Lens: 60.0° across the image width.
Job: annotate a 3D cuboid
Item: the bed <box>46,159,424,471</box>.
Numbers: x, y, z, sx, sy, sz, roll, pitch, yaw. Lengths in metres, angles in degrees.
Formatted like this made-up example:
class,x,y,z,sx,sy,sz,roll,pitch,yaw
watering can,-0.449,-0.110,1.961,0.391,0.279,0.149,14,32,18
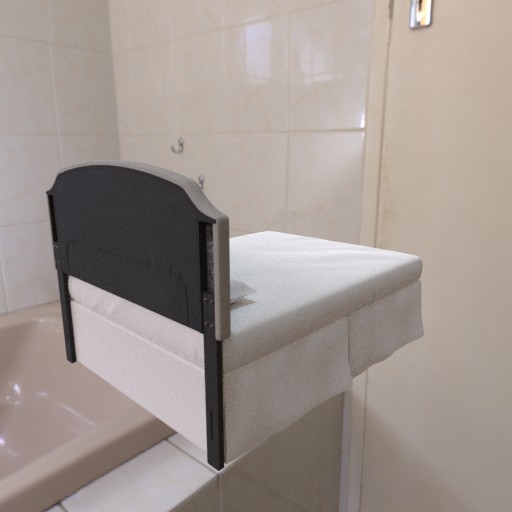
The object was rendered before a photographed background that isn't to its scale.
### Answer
class,x,y,z,sx,sy,sz,roll,pitch,yaw
bed,0.000,0.000,2.900,1.558,1.270,1.999,13,19,42
